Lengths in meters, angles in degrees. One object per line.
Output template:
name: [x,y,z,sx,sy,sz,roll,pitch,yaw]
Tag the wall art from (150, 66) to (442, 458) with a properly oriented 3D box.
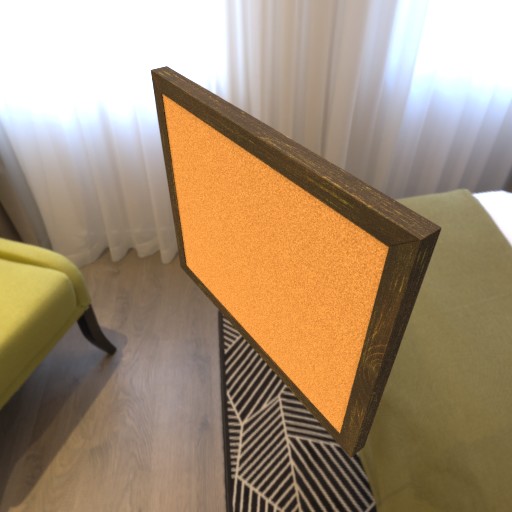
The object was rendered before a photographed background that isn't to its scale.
wall art: [0.000,0.000,0.738,0.032,0.457,0.558,-26,48,-26]
